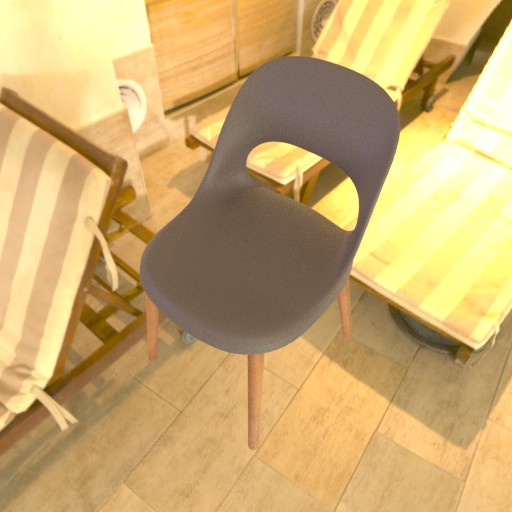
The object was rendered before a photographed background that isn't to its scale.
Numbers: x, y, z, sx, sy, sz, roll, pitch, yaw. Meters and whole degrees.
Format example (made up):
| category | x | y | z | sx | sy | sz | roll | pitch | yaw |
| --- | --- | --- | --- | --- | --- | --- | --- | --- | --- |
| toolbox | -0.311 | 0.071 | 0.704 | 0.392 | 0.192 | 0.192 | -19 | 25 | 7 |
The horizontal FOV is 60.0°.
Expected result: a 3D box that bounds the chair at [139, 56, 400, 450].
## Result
| category | x | y | z | sx | sy | sz | roll | pitch | yaw |
| --- | --- | --- | --- | --- | --- | --- | --- | --- | --- |
| chair | 0.000 | 0.000 | 1.126 | 0.470 | 0.795 | 0.556 | 32 | 54 | 26 |
